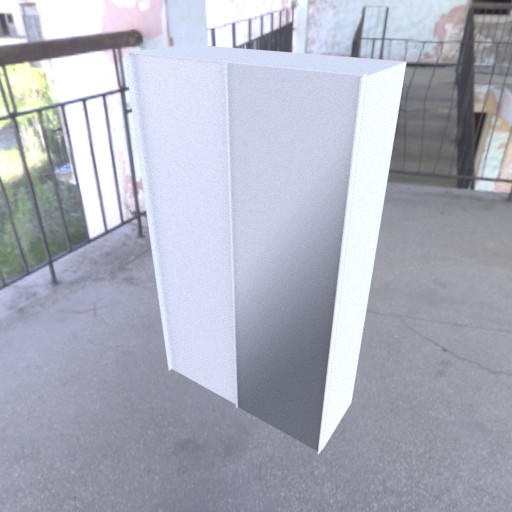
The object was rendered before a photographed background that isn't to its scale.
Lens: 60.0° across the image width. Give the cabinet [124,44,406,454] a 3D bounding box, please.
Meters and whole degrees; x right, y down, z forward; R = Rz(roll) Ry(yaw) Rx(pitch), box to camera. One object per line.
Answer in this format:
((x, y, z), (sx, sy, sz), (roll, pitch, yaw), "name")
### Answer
((0.000, 0.000, 2.602), (1.250, 2.160, 0.480), (19, 36, 29), "cabinet")
